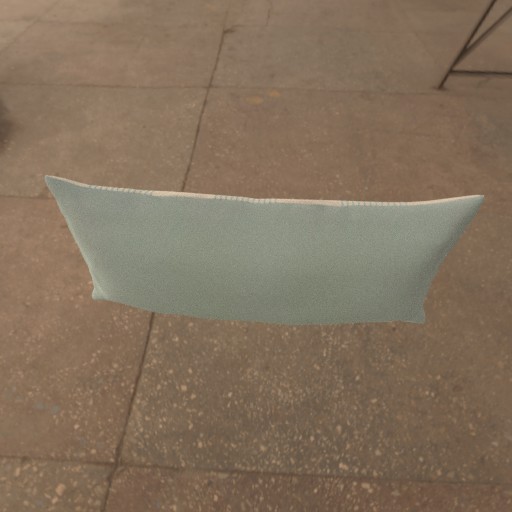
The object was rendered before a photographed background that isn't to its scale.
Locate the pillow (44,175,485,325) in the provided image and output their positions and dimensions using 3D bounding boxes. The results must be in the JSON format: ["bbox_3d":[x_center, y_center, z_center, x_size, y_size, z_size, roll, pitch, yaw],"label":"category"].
[{"bbox_3d":[0.000,0.000,0.710,0.610,0.287,0.151,3,46,3],"label":"pillow"}]
